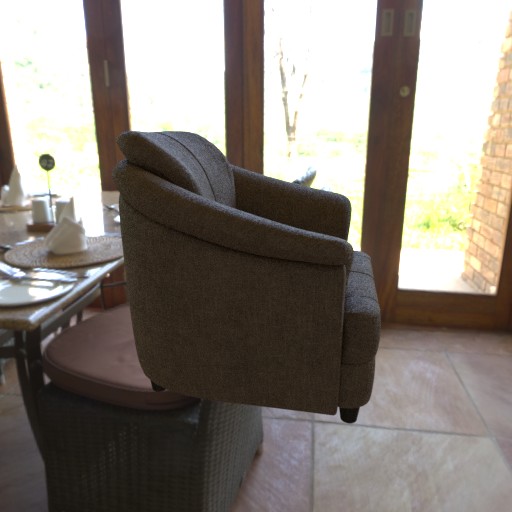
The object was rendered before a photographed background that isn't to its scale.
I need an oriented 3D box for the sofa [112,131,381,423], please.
[{"bbox_3d":[0.000,0.000,1.492,0.794,0.811,0.870,3,16,11],"label":"sofa"}]
